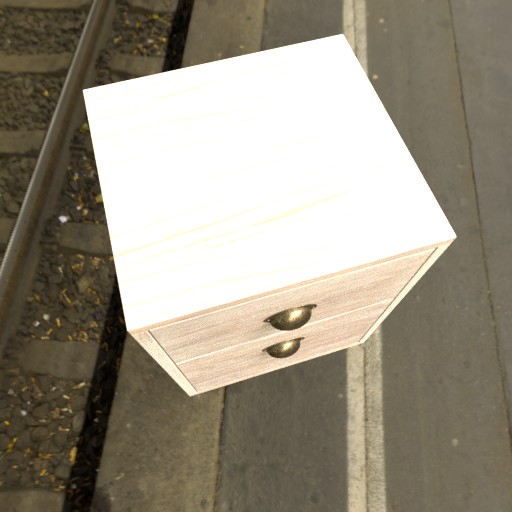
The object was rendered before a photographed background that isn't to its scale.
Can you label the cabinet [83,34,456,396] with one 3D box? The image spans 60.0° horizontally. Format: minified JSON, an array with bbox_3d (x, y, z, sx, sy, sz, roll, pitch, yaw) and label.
[{"bbox_3d":[0.000,0.000,0.854,0.409,0.579,0.401,-15,66,-7],"label":"cabinet"}]
